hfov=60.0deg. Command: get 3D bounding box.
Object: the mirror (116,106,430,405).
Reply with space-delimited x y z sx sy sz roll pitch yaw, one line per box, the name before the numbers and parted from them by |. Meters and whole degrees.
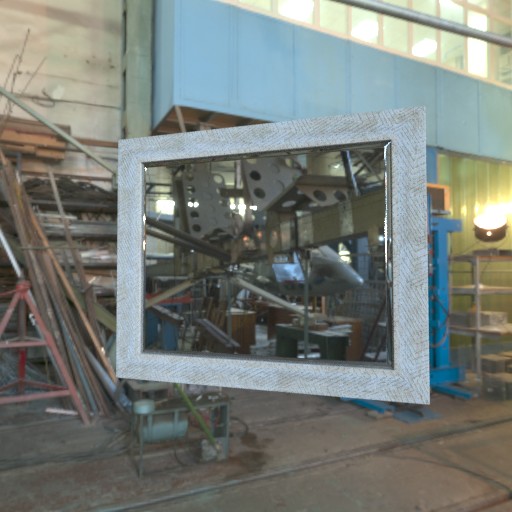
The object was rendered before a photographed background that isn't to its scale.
mirror | 0.000 0.000 1.162 0.839 0.689 0.028 -1 -2 18
